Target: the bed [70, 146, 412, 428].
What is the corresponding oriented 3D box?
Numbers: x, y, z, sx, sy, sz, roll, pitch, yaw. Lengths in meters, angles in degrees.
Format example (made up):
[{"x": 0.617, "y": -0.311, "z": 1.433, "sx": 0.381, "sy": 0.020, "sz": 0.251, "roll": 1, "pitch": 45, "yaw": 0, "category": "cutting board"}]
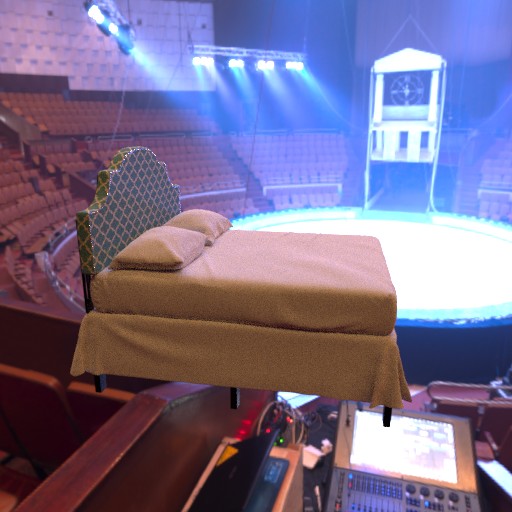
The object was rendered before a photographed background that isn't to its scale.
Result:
[{"x": 0.000, "y": 0.000, "z": 3.422, "sx": 2.222, "sy": 1.633, "sz": 1.780, "roll": 3, "pitch": 16, "yaw": 11, "category": "bed"}]
